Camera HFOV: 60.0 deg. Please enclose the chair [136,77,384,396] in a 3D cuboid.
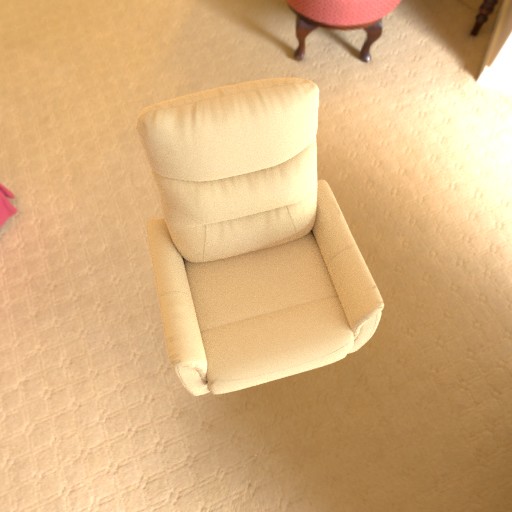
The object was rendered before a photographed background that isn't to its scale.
[{"bbox_3d":[0.000,0.000,1.656,0.775,1.082,0.831,-14,67,-6],"label":"chair"}]
